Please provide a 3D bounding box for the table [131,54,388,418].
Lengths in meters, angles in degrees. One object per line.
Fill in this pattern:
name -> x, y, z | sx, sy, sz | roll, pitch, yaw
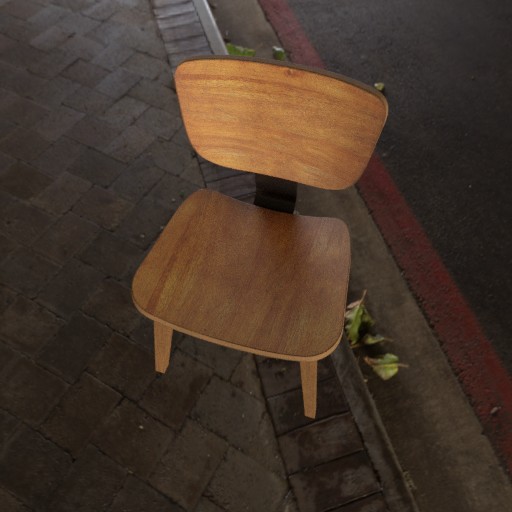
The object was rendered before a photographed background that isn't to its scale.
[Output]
table -> 0.000, 0.000, 1.105 | 0.499, 0.805, 0.500 | 14, 59, 9
